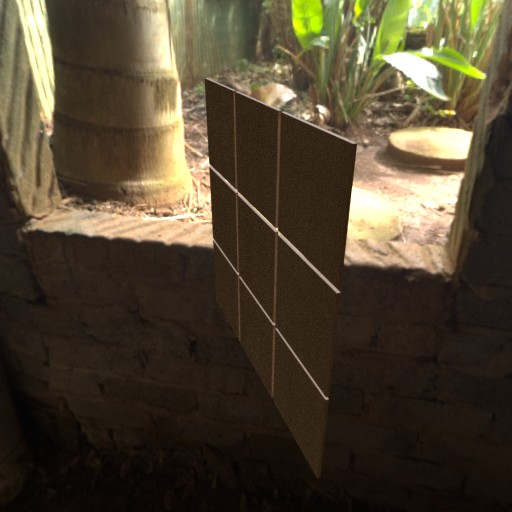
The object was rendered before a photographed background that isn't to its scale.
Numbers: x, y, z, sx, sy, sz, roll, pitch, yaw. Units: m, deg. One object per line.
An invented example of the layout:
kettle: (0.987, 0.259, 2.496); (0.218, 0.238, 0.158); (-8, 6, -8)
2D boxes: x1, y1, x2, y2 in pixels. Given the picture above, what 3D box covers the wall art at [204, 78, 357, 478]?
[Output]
wall art: (0.000, 0.000, 1.808); (0.013, 1.218, 1.219); (-11, 31, -19)
